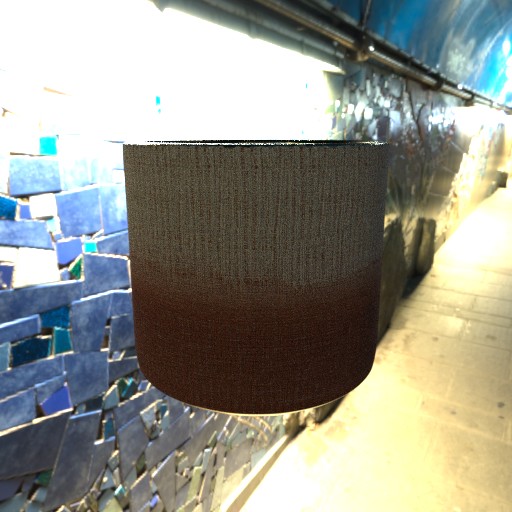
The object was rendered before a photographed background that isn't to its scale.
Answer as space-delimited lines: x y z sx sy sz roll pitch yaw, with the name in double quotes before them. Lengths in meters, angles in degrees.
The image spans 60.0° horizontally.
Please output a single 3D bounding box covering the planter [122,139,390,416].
"planter" 0.000 0.000 0.399 0.221 0.201 0.221 0 16 0
